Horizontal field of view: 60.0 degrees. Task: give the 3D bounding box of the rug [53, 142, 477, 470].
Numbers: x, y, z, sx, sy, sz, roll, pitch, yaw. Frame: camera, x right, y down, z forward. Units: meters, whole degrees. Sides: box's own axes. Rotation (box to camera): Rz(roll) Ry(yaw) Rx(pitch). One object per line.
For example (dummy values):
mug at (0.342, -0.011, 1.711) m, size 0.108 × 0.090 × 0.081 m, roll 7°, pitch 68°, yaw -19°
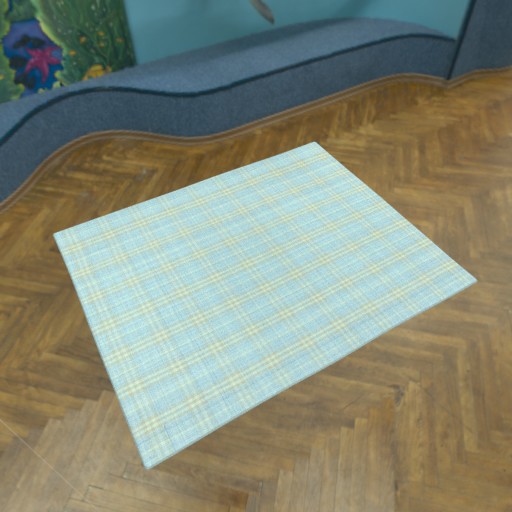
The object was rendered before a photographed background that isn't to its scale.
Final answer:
rug at (0.000, 0.000, 4.042) m, size 3.066 × 0.030 × 2.462 m, roll -24°, pitch 52°, yaw -20°
